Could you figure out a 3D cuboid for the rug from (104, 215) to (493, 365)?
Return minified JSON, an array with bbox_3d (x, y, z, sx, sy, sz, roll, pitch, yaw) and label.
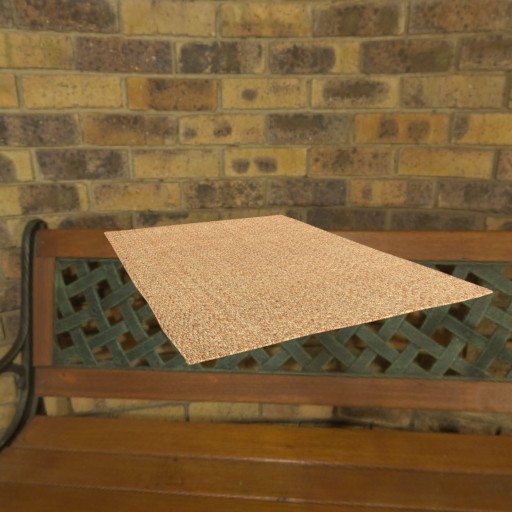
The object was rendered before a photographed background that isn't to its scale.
[{"bbox_3d":[0.000,0.000,2.727,1.566,0.013,2.141,-8,18,-25],"label":"rug"}]
